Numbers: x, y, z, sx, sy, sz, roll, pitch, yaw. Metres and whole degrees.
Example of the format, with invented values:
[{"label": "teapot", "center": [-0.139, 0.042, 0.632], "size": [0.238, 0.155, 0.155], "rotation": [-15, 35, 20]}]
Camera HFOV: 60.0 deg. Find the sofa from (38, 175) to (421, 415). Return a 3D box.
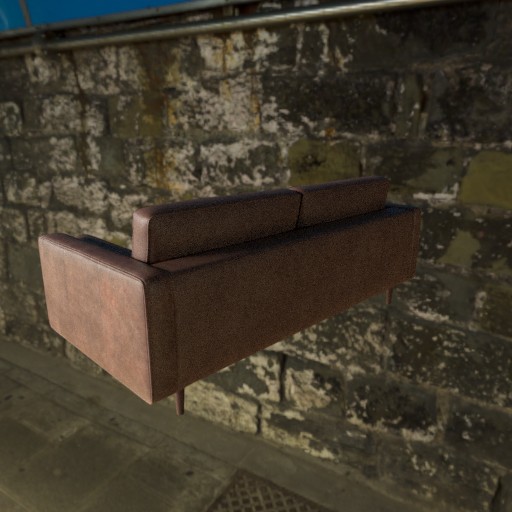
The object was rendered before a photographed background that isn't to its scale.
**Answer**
[{"label": "sofa", "center": [0.000, 0.000, 2.315], "size": [1.870, 0.760, 0.910], "rotation": [-15, 22, -43]}]
